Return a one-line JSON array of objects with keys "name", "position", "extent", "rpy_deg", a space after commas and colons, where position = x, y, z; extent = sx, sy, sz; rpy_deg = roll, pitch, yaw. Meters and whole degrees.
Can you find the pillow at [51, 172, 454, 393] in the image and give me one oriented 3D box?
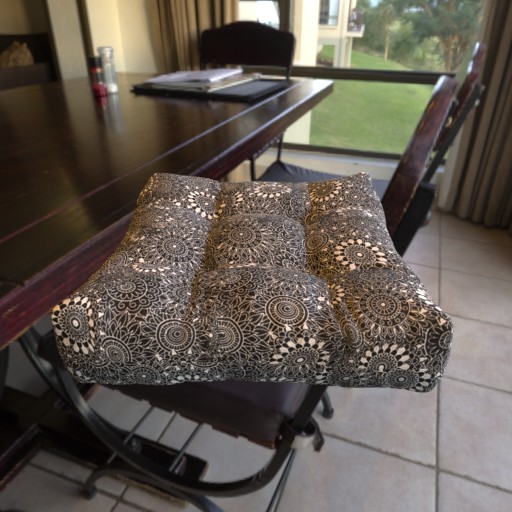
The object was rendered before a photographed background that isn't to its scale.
[{"name": "pillow", "position": [0.000, 0.000, 0.708], "extent": [0.468, 0.128, 0.490], "rpy_deg": [1, 30, 1]}]
